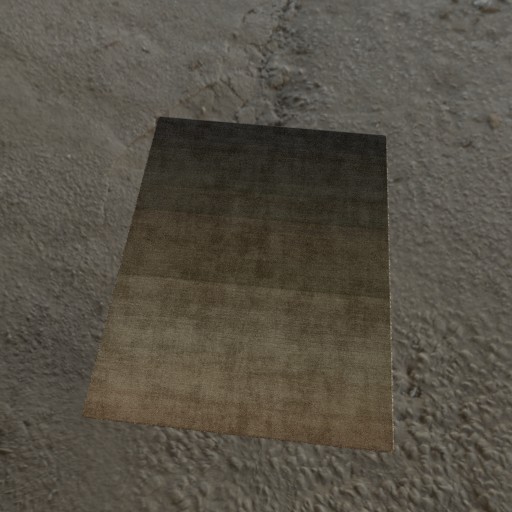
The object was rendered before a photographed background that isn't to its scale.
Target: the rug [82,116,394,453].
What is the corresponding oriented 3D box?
[{"bbox_3d":[0.000,0.000,3.844,2.306,0.017,2.902,5,65,3],"label":"rug"}]
